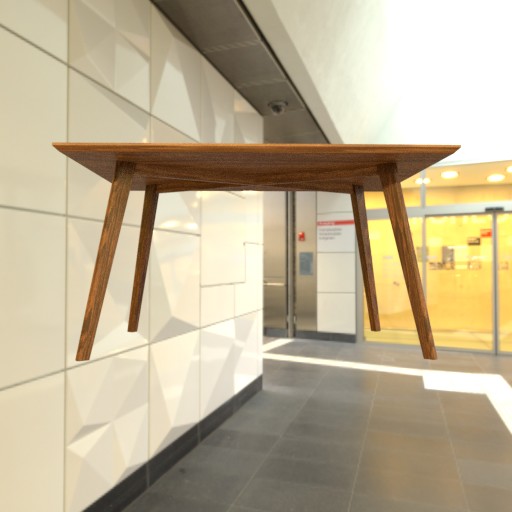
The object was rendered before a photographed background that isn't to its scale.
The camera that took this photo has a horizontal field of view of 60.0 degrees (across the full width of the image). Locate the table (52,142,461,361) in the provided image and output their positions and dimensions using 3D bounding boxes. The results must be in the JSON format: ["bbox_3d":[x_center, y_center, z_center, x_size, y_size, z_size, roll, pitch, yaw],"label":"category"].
[{"bbox_3d":[0.000,0.000,1.852,1.349,0.724,0.801,0,-1,-1],"label":"table"}]
